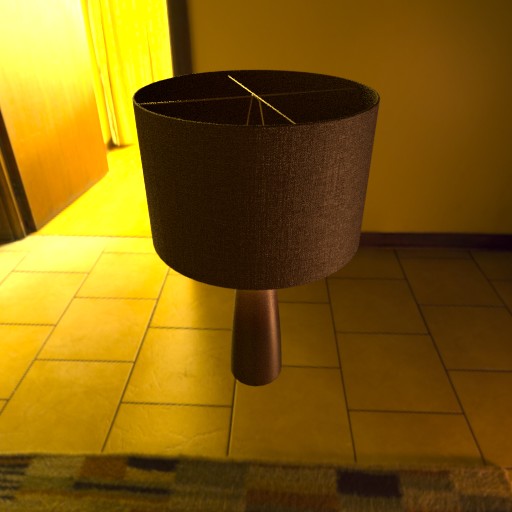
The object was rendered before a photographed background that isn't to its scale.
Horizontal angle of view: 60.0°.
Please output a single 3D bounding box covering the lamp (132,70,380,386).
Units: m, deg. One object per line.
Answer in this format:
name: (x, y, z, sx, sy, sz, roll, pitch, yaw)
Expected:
lamp: (0.000, 0.000, 0.686, 0.303, 0.488, 0.303, 0, 32, 0)
